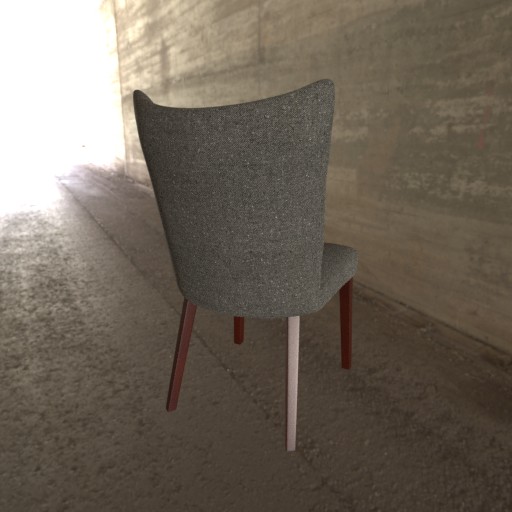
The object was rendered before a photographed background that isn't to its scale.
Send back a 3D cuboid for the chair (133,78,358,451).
[{"bbox_3d":[0.000,0.000,1.314,0.535,0.924,0.623,8,17,25],"label":"chair"}]
